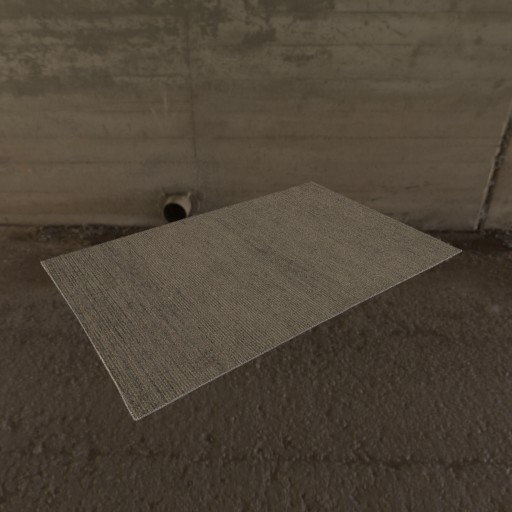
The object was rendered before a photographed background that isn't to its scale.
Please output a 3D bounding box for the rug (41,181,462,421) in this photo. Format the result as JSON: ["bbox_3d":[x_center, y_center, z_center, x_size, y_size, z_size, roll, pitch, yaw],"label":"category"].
[{"bbox_3d":[0.000,0.000,2.209,1.773,0.021,1.149,-21,37,-30],"label":"rug"}]
